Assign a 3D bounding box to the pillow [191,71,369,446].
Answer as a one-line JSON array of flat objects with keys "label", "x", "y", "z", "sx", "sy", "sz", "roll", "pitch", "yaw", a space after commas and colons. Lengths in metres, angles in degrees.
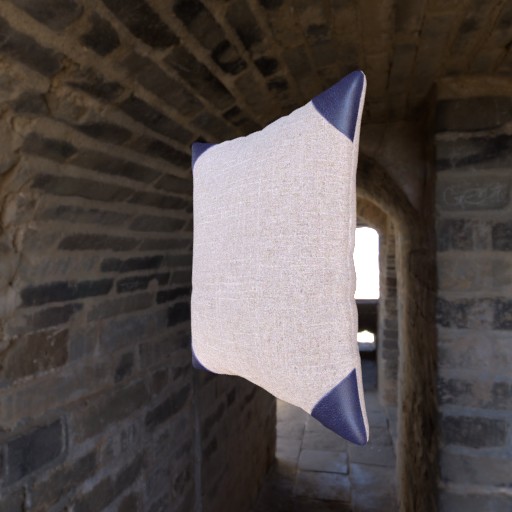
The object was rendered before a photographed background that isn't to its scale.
[{"label": "pillow", "x": 0.000, "y": 0.000, "z": 0.691, "sx": 0.147, "sy": 0.441, "sz": 0.440, "roll": 0, "pitch": 0, "yaw": -35}]
